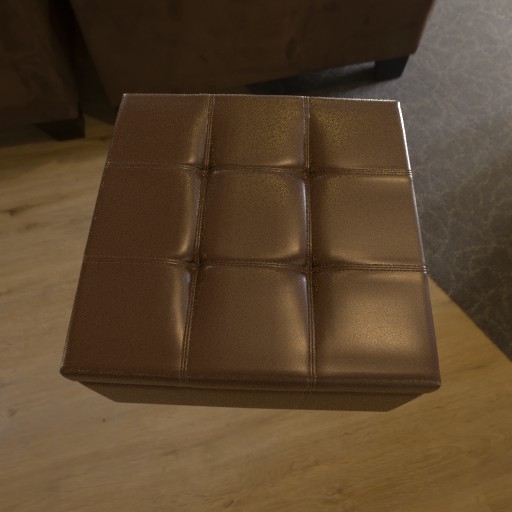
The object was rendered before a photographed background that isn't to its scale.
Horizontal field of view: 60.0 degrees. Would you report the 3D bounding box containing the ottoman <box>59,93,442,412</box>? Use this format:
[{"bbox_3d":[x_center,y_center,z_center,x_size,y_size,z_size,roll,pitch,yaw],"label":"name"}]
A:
[{"bbox_3d":[0.000,0.000,1.248,0.787,0.460,0.788,2,64,1],"label":"ottoman"}]
